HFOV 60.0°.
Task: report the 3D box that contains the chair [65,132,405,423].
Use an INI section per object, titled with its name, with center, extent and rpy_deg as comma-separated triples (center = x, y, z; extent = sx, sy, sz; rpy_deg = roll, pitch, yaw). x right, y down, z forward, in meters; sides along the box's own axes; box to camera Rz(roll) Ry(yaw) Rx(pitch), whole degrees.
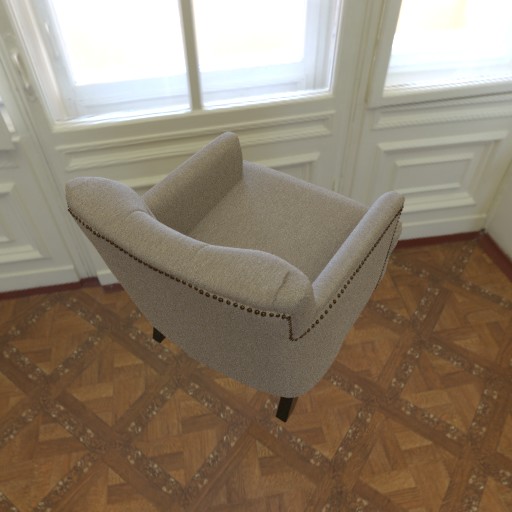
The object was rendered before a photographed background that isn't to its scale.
[chair]
center = 0.000, 0.000, 1.513
extent = 0.737, 0.823, 0.902
rpy_deg = 26, 52, 22
